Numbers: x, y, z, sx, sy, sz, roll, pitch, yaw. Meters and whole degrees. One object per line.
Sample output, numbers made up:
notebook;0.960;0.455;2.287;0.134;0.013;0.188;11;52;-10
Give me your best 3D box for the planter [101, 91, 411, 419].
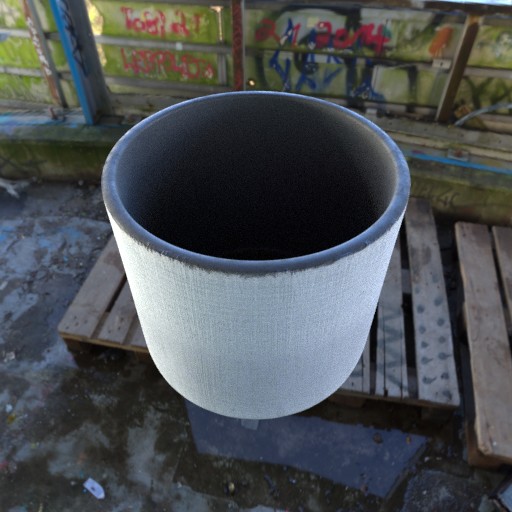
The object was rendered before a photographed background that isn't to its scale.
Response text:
planter;0.000;0.000;0.389;0.221;0.201;0.221;0;46;0
